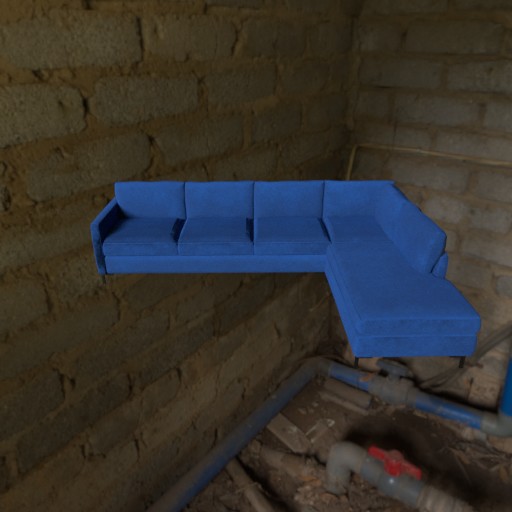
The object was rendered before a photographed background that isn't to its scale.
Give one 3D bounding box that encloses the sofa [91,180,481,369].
[{"bbox_3d":[0.000,0.000,3.172,2.486,0.687,1.707,0,26,-1],"label":"sofa"}]
